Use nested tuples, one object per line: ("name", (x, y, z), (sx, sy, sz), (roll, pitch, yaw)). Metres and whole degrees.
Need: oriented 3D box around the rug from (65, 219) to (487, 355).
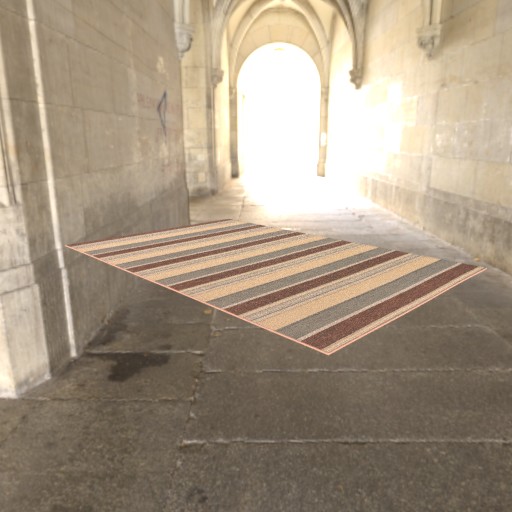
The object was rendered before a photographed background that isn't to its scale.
("rug", (0.000, 0.000, 2.280), (1.219, 0.008, 1.829), (-14, 20, -43))
